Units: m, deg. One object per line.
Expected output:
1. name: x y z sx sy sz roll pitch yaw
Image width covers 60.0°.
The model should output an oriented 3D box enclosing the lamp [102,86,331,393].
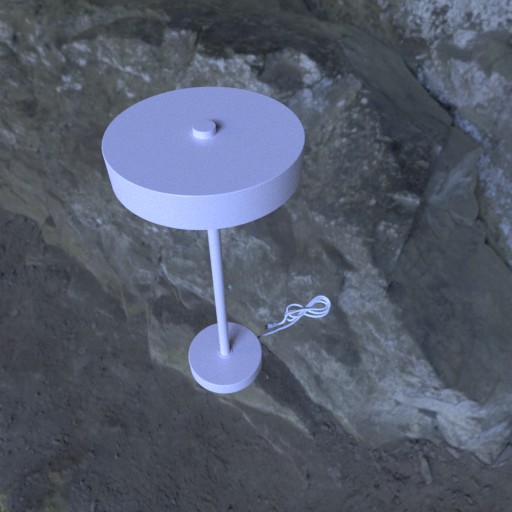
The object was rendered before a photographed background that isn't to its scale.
1. lamp: 0.000 0.000 0.709 0.369 0.508 0.229 -26 52 -23
